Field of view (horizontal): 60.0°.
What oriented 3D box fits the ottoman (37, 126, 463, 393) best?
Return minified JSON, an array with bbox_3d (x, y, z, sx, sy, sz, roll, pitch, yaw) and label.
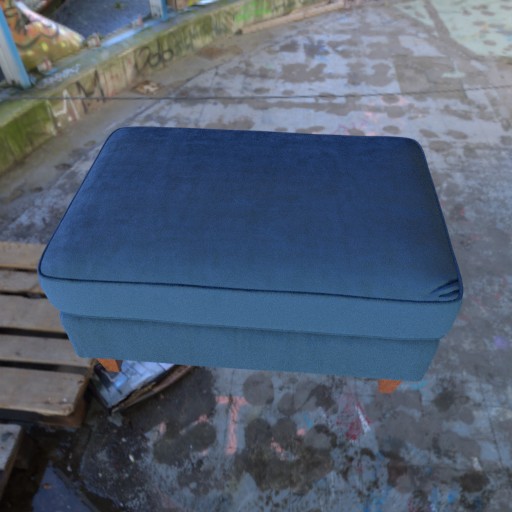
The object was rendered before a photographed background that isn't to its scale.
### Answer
[{"bbox_3d":[0.000,0.000,1.185,0.862,0.484,0.583,3,47,3],"label":"ottoman"}]
